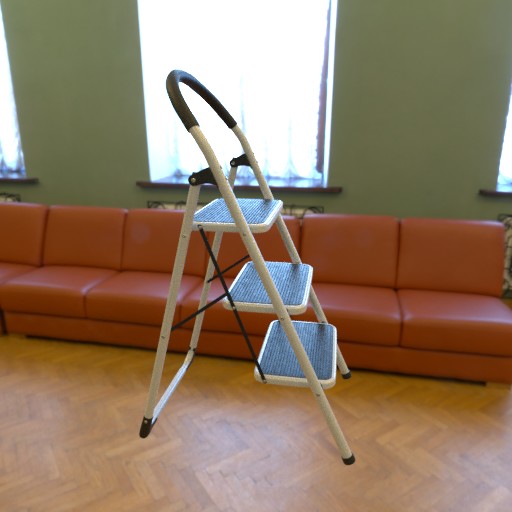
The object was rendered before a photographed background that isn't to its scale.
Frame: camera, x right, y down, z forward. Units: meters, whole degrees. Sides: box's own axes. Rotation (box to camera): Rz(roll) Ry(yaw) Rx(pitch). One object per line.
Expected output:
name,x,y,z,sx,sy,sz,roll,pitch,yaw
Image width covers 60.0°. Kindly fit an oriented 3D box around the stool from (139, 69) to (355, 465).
stool,0.000,0.000,1.413,0.676,1.109,0.485,3,18,10
